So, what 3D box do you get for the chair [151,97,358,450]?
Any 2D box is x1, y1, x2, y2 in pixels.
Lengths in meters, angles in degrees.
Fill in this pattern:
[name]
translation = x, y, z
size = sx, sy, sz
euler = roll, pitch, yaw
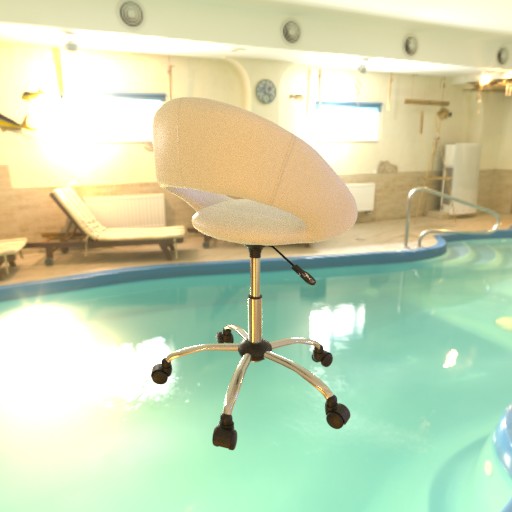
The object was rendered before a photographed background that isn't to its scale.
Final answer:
[chair]
translation = 0.000, 0.000, 1.208
size = 0.538, 0.791, 0.612
euler = -14, 20, -43
